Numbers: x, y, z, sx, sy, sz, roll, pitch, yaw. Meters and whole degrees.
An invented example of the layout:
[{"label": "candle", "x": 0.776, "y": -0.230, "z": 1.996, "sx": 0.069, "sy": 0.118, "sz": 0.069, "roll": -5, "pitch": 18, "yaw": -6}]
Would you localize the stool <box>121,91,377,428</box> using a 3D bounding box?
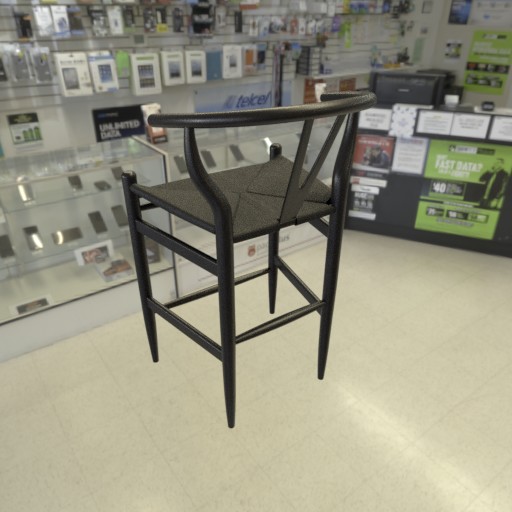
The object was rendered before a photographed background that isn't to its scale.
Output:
[{"label": "stool", "x": 0.000, "y": 0.000, "z": 1.325, "sx": 0.569, "sy": 0.970, "sz": 0.579, "roll": -18, "pitch": 34, "yaw": -29}]
